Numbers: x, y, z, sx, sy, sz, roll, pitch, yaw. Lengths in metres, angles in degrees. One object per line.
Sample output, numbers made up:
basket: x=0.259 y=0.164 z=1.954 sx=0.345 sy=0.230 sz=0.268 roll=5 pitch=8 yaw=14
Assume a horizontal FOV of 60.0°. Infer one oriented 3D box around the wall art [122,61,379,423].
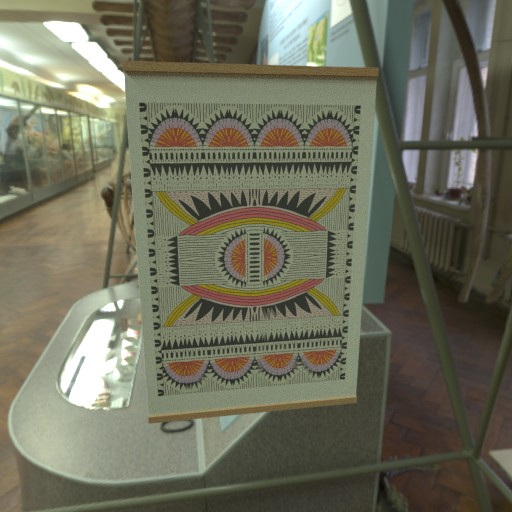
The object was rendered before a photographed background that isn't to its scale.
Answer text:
wall art: x=0.000 y=0.000 z=1.918 sx=0.999 sy=1.533 sz=0.028 roll=-2 pitch=15 yaw=-9
